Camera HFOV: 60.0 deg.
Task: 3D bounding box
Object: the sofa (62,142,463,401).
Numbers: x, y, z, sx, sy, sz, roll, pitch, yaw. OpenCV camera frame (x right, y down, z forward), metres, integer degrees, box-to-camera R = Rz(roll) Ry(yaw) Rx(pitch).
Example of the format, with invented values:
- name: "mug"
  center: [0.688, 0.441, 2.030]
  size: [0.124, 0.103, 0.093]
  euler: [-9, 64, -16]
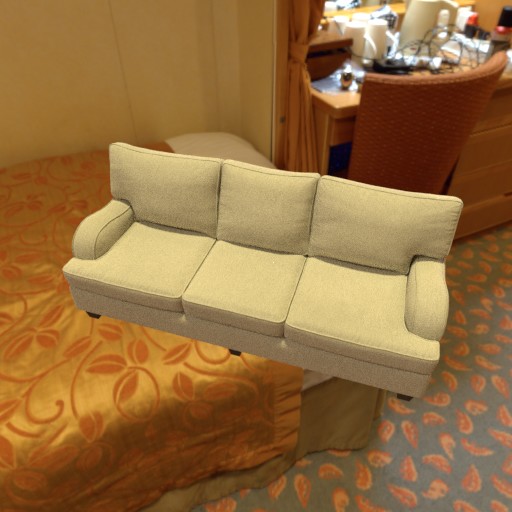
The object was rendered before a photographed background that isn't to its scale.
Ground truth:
- name: "sofa"
  center: [0.000, 0.000, 2.881]
  size: [2.323, 0.991, 1.016]
  euler: [12, 42, 13]
